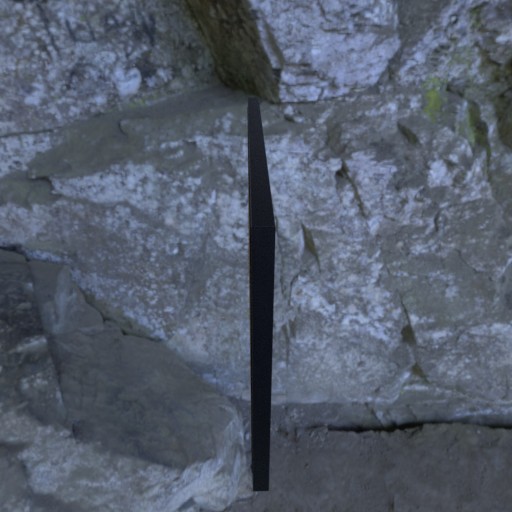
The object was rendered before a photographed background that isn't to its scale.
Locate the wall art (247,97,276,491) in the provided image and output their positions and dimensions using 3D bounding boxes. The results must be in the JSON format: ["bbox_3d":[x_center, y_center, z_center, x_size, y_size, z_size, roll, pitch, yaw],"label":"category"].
[{"bbox_3d":[0.000,0.000,0.852,0.027,0.458,0.657,-1,31,-1],"label":"wall art"}]
